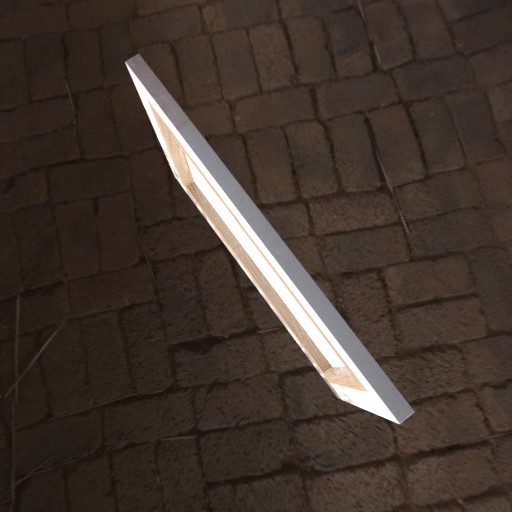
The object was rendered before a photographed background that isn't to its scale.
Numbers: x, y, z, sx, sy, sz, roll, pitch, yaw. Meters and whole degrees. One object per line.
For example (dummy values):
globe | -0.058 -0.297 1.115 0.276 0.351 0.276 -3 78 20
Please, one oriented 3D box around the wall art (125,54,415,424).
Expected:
wall art | 0.000 0.000 1.171 0.040 0.608 0.916 -35 79 -8
